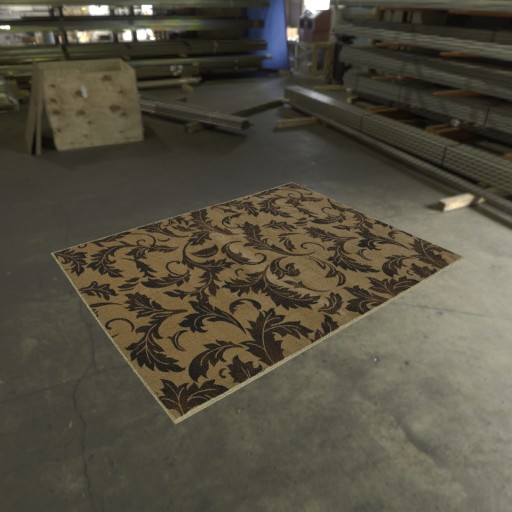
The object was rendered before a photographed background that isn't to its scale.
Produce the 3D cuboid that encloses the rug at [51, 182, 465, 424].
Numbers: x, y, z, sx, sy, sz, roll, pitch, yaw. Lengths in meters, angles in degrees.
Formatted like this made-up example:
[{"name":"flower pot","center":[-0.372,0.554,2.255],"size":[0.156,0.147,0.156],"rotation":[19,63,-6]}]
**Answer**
[{"name":"rug","center":[0.000,0.000,4.037],"size":[2.977,0.008,2.380],"rotation":[-21,37,-32]}]
